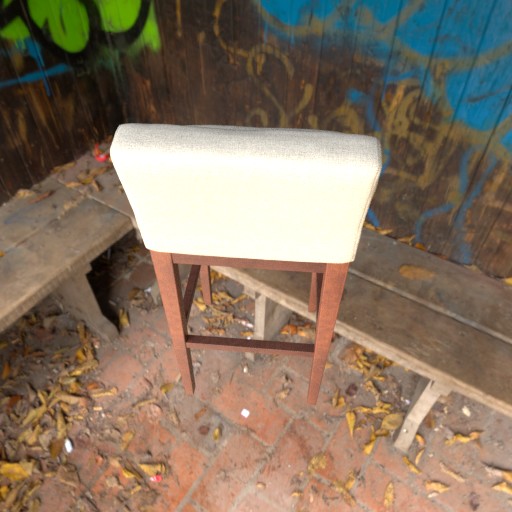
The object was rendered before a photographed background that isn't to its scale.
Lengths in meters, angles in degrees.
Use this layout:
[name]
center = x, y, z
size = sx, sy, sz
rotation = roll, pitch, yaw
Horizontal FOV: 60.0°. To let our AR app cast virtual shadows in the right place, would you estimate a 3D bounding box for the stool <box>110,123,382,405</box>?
[stool]
center = 0.000, 0.000, 1.320
size = 0.511, 1.037, 0.500
rotation = 4, 46, 4
